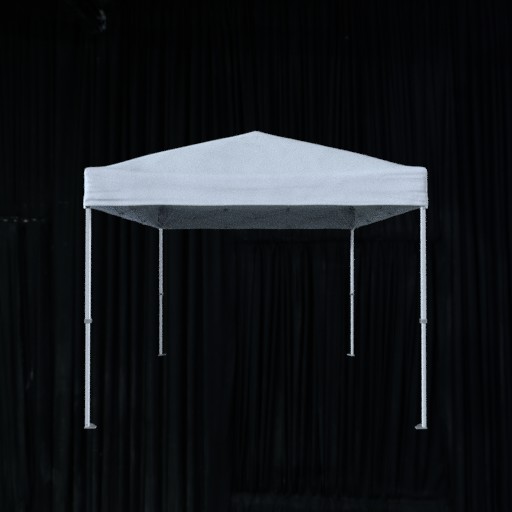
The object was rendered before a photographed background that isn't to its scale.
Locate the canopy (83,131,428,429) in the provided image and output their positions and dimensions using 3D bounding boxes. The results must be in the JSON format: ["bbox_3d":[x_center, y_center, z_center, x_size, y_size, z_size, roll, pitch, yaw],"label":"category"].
[{"bbox_3d":[0.000,0.000,5.317,2.998,2.997,2.996,0,0,0],"label":"canopy"}]
